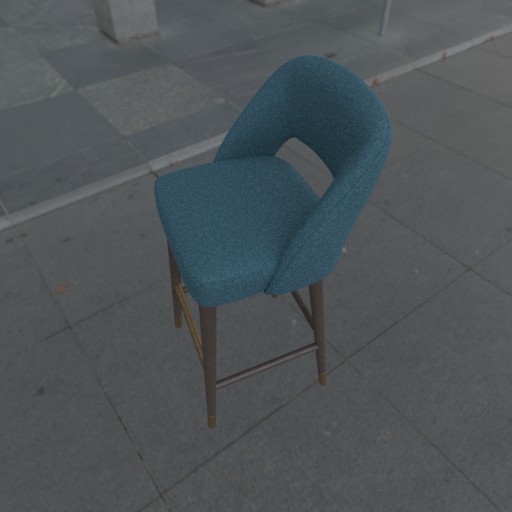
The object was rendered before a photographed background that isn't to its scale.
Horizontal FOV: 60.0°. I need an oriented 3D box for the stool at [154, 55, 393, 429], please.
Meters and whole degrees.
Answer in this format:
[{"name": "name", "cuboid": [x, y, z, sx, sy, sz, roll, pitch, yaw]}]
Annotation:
[{"name": "stool", "cuboid": [0.000, 0.000, 1.333, 0.522, 1.032, 0.536, -16, 48, -15]}]
